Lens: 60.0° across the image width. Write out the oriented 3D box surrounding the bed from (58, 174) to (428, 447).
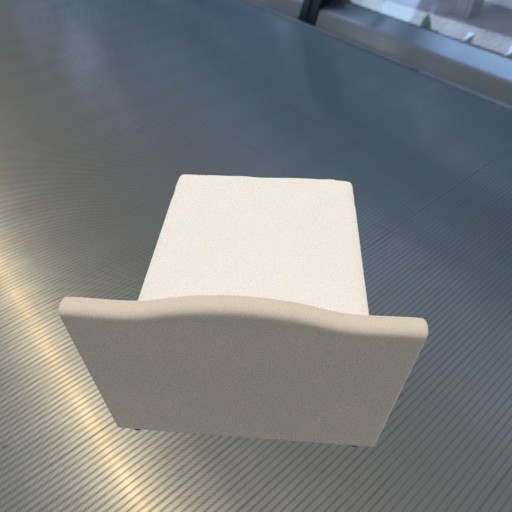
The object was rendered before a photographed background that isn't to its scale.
[{"bbox_3d":[0.000,0.000,3.249,1.753,1.460,2.143,3,46,3],"label":"bed"}]
